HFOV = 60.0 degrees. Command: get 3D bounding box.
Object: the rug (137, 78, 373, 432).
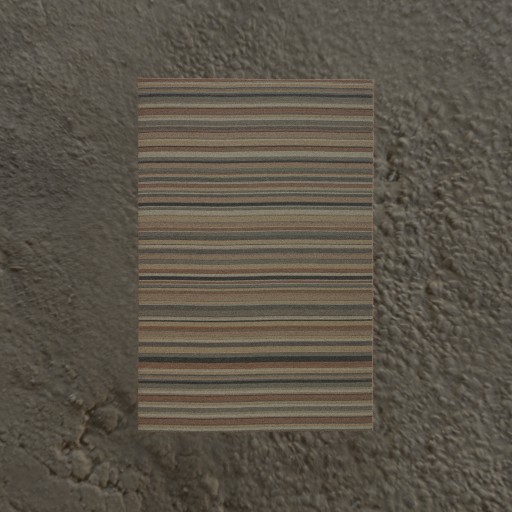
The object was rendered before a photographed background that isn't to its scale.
[{"bbox_3d":[0.000,0.000,2.294,1.219,0.008,1.829,0,90,-1],"label":"rug"}]
